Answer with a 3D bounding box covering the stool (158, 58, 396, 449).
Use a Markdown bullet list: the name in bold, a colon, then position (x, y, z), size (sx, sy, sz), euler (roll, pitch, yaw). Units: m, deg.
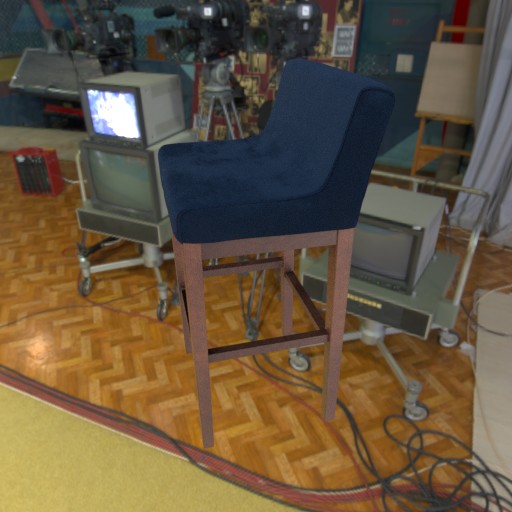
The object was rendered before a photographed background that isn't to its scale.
- **stool**: position (0.000, 0.000, 1.329), size (0.500, 1.037, 0.511), euler (-8, 31, -13)
